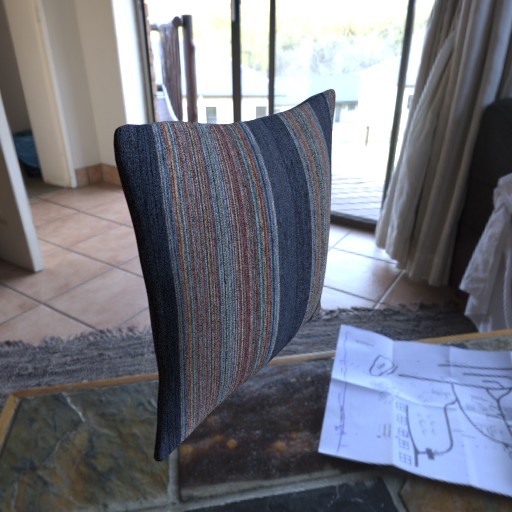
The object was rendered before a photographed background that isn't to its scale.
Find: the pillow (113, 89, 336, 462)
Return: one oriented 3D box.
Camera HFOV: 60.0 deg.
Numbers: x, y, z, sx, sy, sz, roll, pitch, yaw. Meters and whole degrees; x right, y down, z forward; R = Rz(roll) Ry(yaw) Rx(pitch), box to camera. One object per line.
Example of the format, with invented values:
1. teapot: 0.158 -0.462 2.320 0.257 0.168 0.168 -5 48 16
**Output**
1. pillow: 0.000 0.000 0.630 0.136 0.419 0.437 17 30 31
